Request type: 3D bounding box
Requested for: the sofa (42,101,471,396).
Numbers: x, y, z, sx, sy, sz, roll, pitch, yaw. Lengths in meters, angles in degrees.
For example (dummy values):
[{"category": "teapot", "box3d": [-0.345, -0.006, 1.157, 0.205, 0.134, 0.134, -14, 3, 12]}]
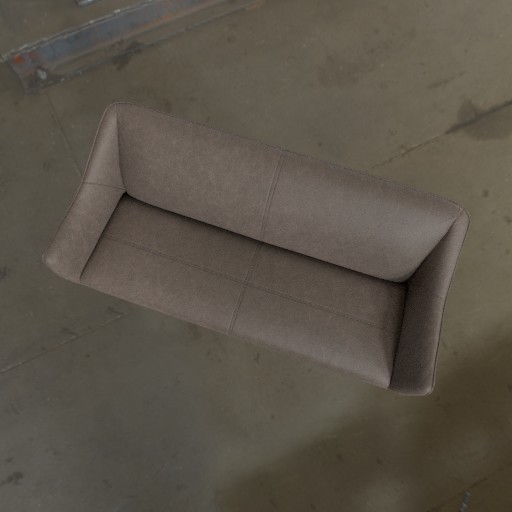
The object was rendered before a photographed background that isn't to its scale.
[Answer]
[{"category": "sofa", "box3d": [0.000, 0.000, 2.335, 1.928, 0.831, 0.869, 18, 75, 5]}]
